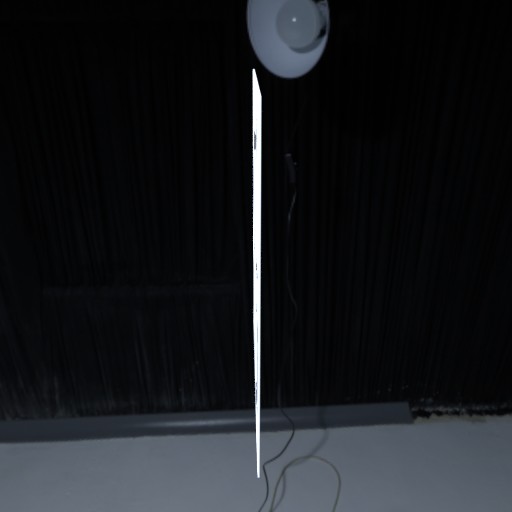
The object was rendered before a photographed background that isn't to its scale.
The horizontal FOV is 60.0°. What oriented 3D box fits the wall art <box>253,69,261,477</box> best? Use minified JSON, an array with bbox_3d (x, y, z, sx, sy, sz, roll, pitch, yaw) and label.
[{"bbox_3d":[0.000,0.000,0.819,0.003,0.609,0.457,0,26,-1],"label":"wall art"}]
